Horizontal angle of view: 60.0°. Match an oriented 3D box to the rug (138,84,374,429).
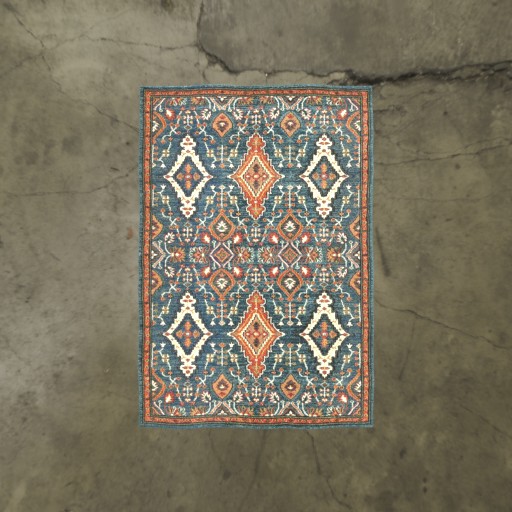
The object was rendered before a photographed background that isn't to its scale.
[{"bbox_3d":[0.000,0.000,3.050,1.622,0.009,2.373,0,89,0],"label":"rug"}]
